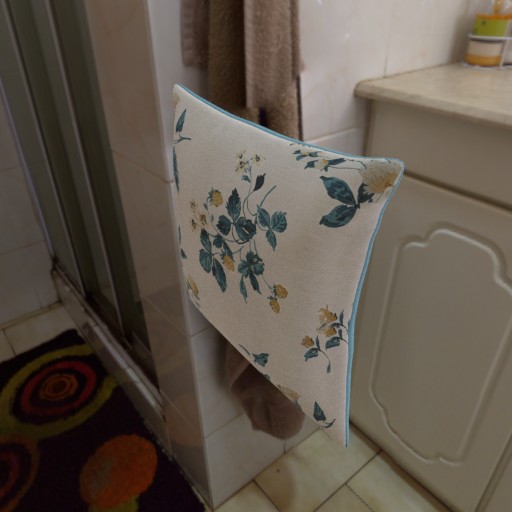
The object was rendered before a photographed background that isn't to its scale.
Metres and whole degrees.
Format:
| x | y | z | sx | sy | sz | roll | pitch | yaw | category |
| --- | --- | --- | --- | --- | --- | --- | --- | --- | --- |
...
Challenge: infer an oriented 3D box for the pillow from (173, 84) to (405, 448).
| x | y | z | sx | sy | sz | roll | pitch | yaw | category |
| --- | --- | --- | --- | --- | --- | --- | --- | --- | --- |
| 0.000 | 0.000 | 0.796 | 0.166 | 0.507 | 0.526 | -22 | 39 | -30 | pillow |
